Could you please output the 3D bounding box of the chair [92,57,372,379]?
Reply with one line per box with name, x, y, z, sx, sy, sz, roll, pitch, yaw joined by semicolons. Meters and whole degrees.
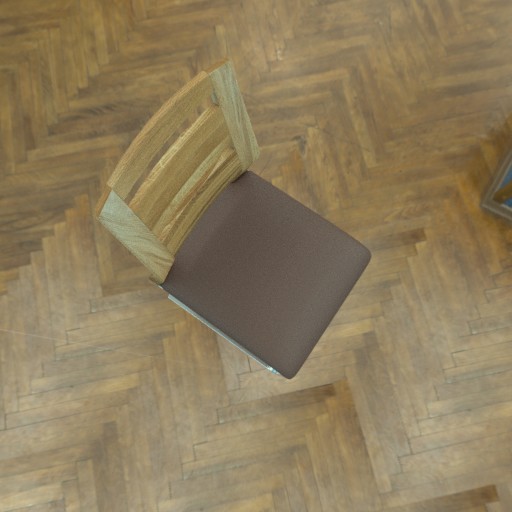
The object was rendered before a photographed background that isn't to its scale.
chair;0.000;0.000;1.277;0.570;0.970;0.460;34;78;9
